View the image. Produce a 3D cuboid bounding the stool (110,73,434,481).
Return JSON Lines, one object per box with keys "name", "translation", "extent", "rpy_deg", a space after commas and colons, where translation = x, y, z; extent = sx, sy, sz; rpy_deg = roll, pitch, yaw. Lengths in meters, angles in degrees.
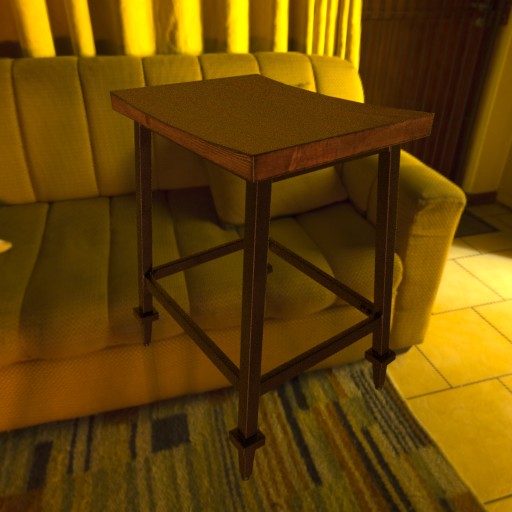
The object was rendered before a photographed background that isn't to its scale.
{"name": "stool", "translation": [0.000, 0.000, 0.926], "extent": [0.405, 0.625, 0.486], "rpy_deg": [-20, 37, -30]}
